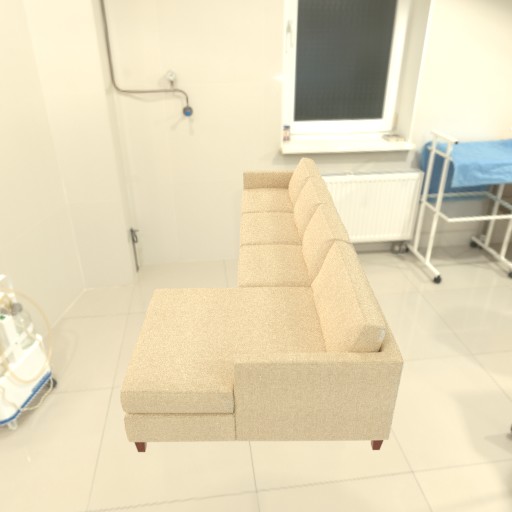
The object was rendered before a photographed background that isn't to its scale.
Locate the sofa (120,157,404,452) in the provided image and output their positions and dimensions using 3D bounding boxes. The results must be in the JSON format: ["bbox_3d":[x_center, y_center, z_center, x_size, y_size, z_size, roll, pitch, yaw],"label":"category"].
[{"bbox_3d":[0.000,0.000,4.019,1.603,0.954,3.471,0,28,-1],"label":"sofa"}]
